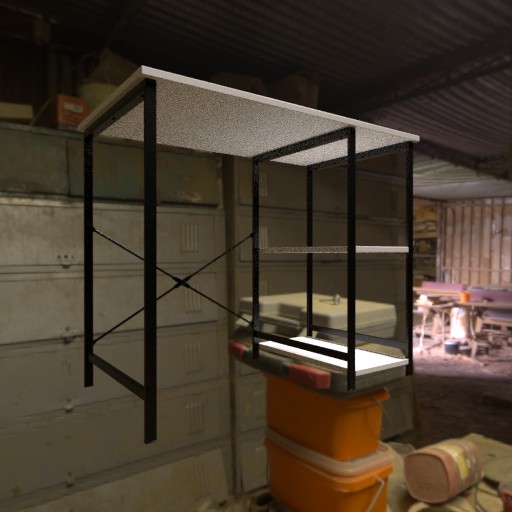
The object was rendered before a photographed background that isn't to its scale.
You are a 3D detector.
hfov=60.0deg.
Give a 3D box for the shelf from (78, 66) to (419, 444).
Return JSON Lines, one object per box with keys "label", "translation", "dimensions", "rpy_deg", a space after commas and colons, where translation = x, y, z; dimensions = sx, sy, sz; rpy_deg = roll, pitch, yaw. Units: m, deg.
{"label": "shelf", "translation": [0.000, 0.000, 1.332], "dimensions": [0.902, 0.750, 0.498], "rpy_deg": [0, 0, -35]}
